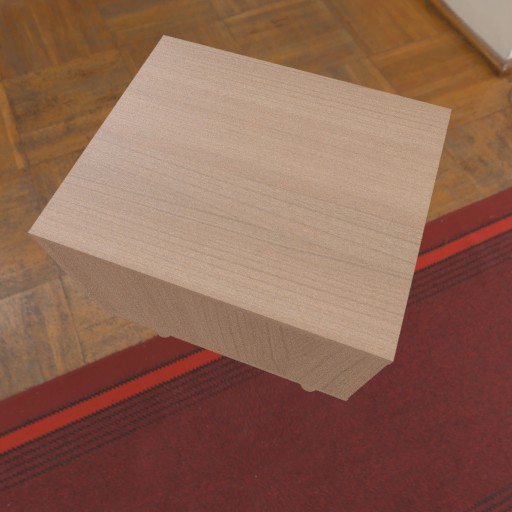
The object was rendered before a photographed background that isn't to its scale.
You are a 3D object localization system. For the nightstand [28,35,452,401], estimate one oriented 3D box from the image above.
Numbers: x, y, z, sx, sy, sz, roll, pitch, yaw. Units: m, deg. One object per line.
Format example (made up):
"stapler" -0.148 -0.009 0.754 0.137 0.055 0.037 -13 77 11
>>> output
"nightstand" 0.000 0.000 0.820 0.450 0.530 0.380 18 65 9
